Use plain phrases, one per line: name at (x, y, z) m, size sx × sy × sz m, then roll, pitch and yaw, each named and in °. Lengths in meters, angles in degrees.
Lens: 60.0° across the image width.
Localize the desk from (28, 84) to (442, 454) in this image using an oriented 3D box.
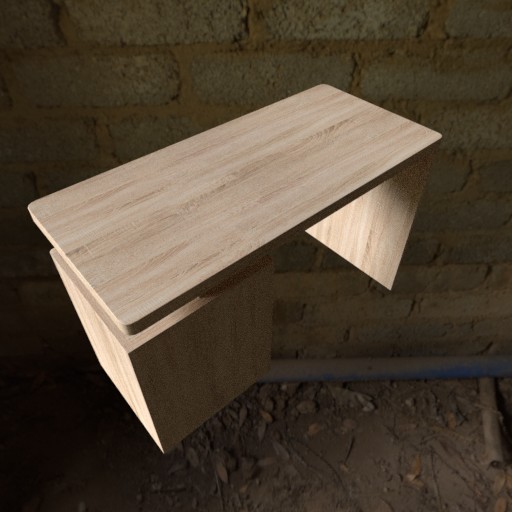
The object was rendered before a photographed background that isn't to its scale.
desk at (0.000, 0.000, 1.612) m, size 1.200 × 0.760 × 0.550 m, roll -31°, pitch 53°, yaw -28°
